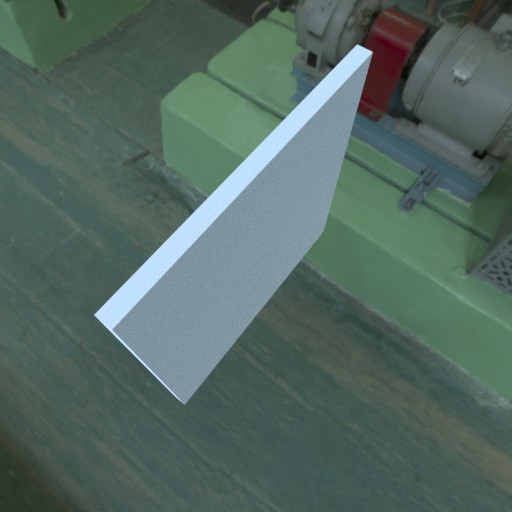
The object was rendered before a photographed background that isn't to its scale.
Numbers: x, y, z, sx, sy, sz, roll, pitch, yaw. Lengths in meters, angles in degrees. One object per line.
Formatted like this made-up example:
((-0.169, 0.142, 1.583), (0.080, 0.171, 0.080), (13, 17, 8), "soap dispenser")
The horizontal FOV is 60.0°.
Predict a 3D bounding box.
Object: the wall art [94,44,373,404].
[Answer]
((0.000, 0.000, 0.841), (0.028, 0.559, 0.559), (34, 68, 16), "wall art")
